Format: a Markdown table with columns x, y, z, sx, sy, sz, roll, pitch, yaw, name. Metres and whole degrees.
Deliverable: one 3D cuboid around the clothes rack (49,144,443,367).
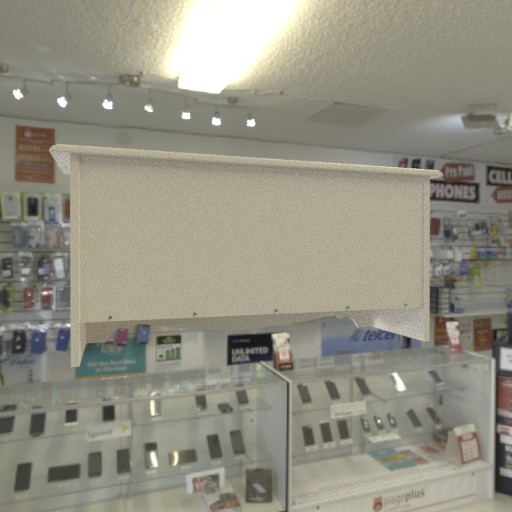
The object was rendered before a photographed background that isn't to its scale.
| x | y | z | sx | sy | sz | roll | pitch | yaw | name |
| --- | --- | --- | --- | --- | --- | --- | --- | --- | --- |
| 0.000 | 0.000 | 1.363 | 1.120 | 0.531 | 0.324 | 0 | 0 | -18 | clothes rack |
